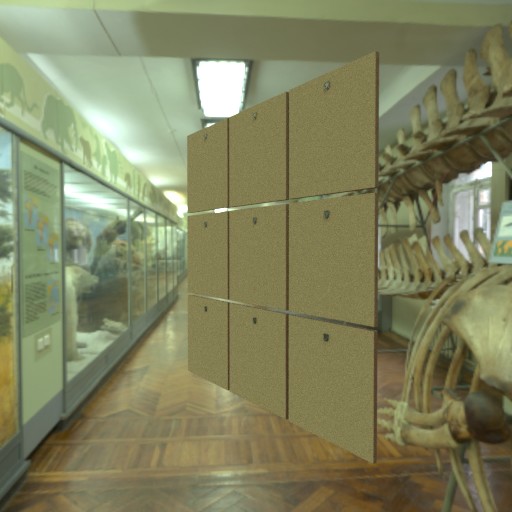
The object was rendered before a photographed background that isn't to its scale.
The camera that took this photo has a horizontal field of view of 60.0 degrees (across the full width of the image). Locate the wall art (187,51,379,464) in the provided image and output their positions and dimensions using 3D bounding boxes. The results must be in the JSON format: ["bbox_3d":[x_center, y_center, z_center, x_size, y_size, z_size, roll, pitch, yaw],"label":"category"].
[{"bbox_3d":[0.000,0.000,1.807,0.024,1.218,1.221,-1,2,-35],"label":"wall art"}]
